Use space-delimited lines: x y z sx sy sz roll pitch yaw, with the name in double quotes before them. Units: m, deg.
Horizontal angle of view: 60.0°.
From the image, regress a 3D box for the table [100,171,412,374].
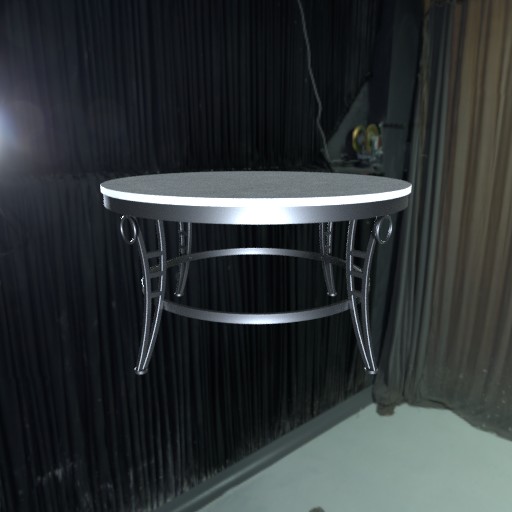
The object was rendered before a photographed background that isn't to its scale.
"table" 0.000 0.000 1.396 0.889 0.470 0.889 0 14 0
